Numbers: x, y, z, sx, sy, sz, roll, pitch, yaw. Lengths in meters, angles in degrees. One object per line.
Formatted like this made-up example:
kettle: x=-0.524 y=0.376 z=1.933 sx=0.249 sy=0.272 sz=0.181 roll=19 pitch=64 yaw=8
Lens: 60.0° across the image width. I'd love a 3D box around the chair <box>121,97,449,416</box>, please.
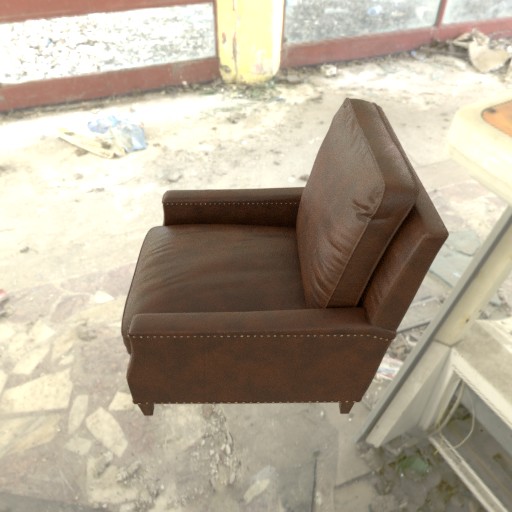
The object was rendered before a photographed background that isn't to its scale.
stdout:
chair: x=0.000 y=0.000 z=1.788 sx=1.035 sy=1.054 sz=0.854 roll=0 pitch=42 yaw=0
